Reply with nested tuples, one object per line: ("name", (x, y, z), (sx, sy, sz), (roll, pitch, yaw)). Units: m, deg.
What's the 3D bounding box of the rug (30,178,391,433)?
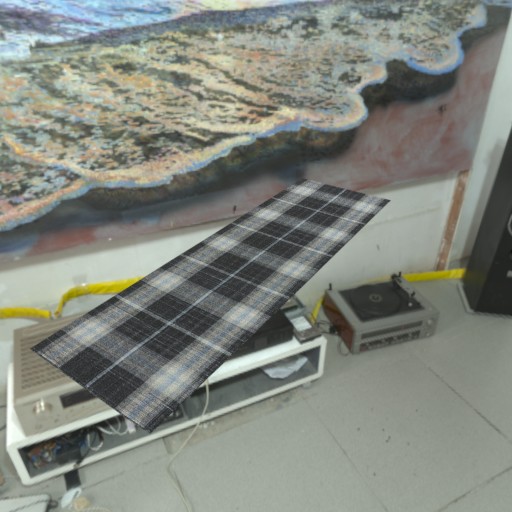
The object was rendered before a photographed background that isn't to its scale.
("rug", (0.000, 0.000, 2.627), (0.760, 0.012, 2.434), (20, 37, 29))
